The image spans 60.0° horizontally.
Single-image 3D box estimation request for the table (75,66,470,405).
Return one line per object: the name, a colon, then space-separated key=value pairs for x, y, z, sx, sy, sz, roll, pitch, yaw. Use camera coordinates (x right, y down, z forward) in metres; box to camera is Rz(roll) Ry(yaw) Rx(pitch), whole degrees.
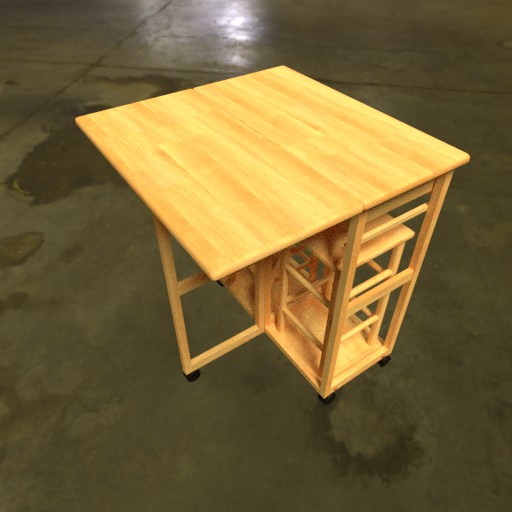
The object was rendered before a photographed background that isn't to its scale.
table: x=0.000 y=0.000 z=1.384 sx=0.693 sy=0.832 sz=0.752 roll=-25 pitch=48 yaw=-25
